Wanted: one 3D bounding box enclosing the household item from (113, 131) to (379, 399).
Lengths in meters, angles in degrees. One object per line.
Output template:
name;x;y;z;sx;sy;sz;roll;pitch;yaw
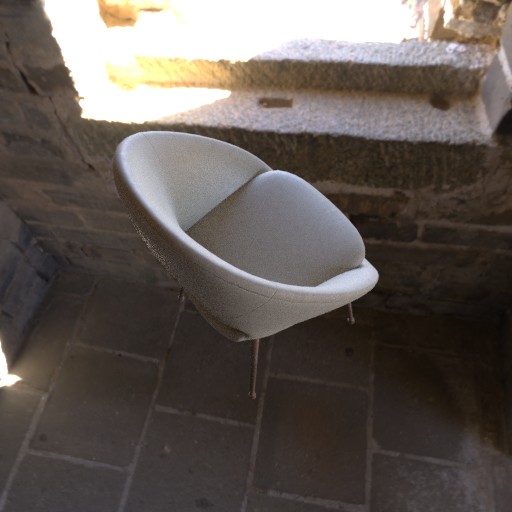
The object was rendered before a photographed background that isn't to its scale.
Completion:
household item;0.000;0.000;1.260;0.573;0.852;0.623;-32;63;-19
